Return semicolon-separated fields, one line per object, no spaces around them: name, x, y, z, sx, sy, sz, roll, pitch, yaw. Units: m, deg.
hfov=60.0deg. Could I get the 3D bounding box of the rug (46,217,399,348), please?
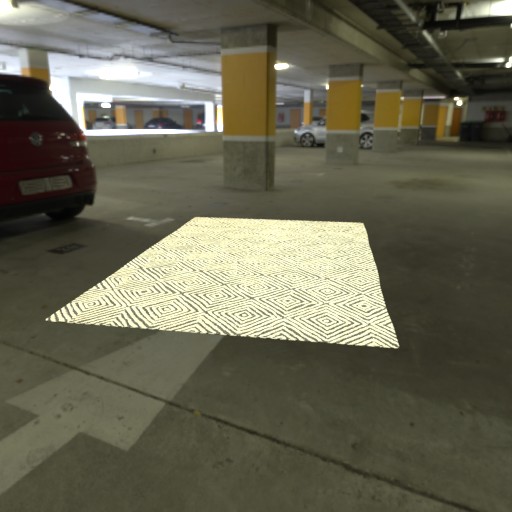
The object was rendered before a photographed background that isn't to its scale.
rug;0.000;0.000;2.248;1.177;0.004;1.750;3;17;9
